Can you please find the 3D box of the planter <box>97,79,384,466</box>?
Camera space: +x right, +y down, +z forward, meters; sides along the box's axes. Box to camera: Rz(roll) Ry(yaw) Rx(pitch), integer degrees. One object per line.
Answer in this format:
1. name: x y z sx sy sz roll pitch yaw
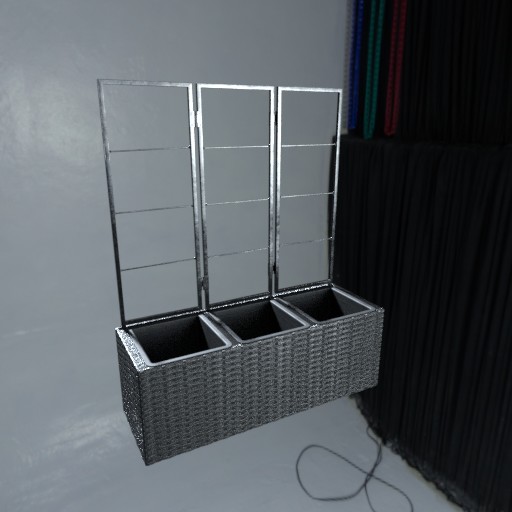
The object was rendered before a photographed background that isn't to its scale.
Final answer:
1. planter: 0.000 0.000 1.144 0.698 0.841 0.244 -9 19 -27
